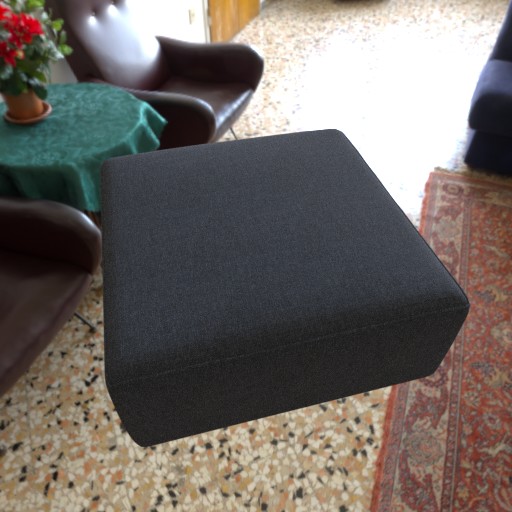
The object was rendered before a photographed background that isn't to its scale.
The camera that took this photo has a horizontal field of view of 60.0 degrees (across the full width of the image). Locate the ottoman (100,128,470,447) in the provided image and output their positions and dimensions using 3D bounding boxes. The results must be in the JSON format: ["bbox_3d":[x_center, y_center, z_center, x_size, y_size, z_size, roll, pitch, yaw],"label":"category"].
[{"bbox_3d":[0.000,0.000,1.561,1.000,0.439,1.000,-10,47,-10],"label":"ottoman"}]
